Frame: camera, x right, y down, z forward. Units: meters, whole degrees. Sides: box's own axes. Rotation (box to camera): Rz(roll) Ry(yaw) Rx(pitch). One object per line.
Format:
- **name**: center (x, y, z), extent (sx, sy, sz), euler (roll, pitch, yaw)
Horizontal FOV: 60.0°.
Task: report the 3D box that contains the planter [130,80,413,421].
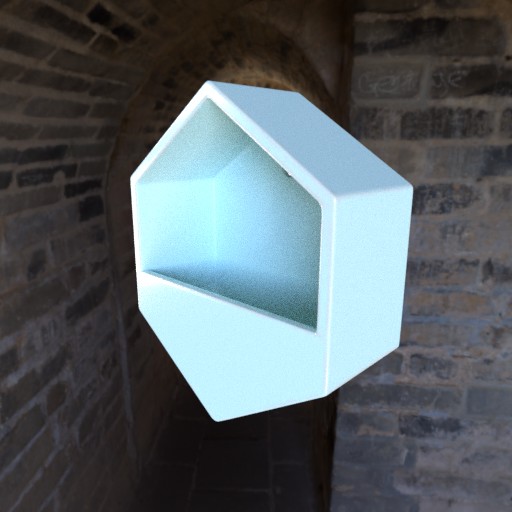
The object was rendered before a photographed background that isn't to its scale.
- **planter**: center (0.000, 0.000, 0.288), extent (0.169, 0.207, 0.078), euler (13, 20, 42)
